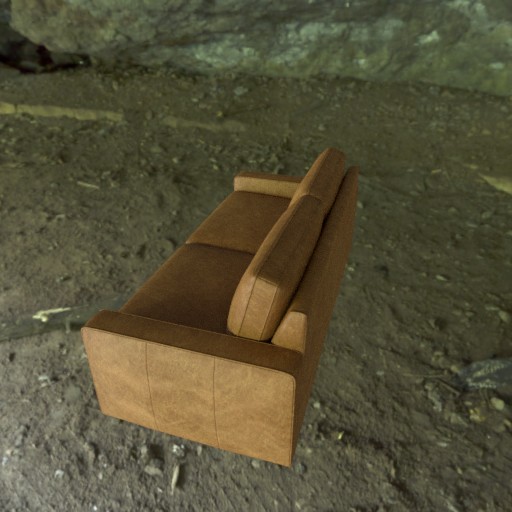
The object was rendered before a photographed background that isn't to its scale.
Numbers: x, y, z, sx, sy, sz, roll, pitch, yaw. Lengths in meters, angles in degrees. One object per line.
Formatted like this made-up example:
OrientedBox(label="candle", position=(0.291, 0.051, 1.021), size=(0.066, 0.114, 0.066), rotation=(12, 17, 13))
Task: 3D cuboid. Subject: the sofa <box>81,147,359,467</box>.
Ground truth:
OrientedBox(label="sofa", position=(0.000, 0.000, 2.736), size=(0.991, 0.928, 2.156), rotation=(9, 32, 15))
